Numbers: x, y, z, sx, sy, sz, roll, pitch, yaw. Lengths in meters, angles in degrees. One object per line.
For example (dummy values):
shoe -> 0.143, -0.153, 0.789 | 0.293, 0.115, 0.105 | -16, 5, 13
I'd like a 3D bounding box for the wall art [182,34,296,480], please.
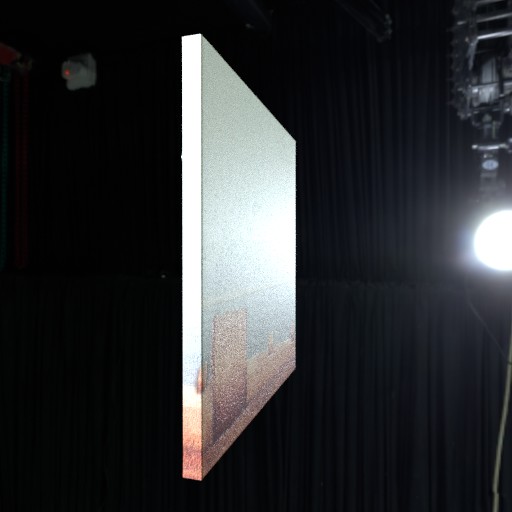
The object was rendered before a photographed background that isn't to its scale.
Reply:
wall art -> 0.000, 0.000, 1.123 | 0.042, 0.760, 0.760 | 0, 1, 17
